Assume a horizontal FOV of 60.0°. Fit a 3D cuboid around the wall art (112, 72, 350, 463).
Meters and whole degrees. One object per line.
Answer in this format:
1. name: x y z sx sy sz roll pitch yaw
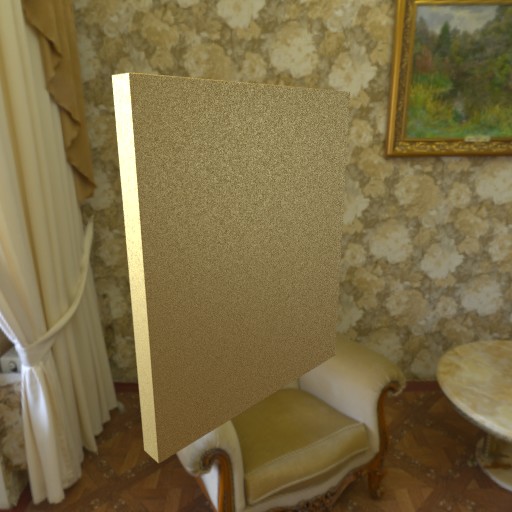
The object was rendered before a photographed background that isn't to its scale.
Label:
1. wall art: 0.000 0.000 0.890 0.048 0.642 0.537 16 23 42
